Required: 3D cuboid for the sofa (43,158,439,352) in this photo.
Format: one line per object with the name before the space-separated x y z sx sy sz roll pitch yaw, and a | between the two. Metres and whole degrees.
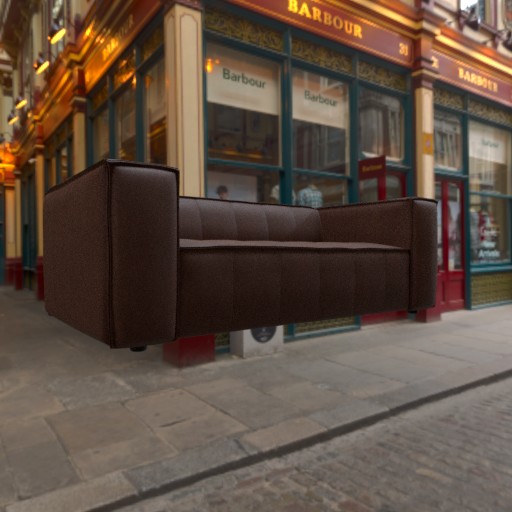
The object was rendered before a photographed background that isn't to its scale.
sofa | 0.000 0.000 2.538 2.088 0.703 1.102 0 1 -36
